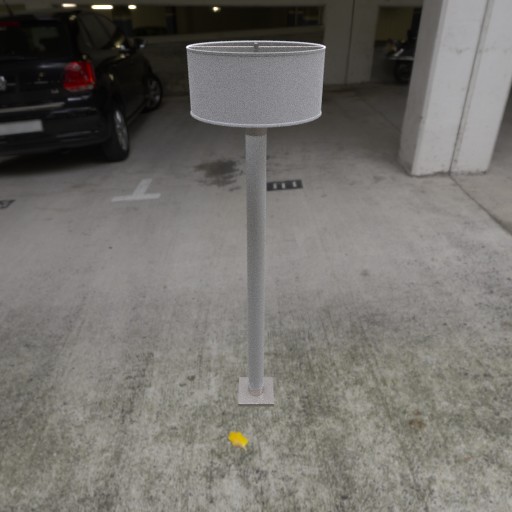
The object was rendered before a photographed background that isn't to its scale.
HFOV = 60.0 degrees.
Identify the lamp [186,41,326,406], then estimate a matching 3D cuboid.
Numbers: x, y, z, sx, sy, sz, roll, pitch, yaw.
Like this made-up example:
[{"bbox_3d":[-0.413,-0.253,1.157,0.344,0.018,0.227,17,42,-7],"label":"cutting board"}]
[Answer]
[{"bbox_3d":[0.000,0.000,1.699,0.420,1.475,0.420,0,30,0],"label":"lamp"}]
